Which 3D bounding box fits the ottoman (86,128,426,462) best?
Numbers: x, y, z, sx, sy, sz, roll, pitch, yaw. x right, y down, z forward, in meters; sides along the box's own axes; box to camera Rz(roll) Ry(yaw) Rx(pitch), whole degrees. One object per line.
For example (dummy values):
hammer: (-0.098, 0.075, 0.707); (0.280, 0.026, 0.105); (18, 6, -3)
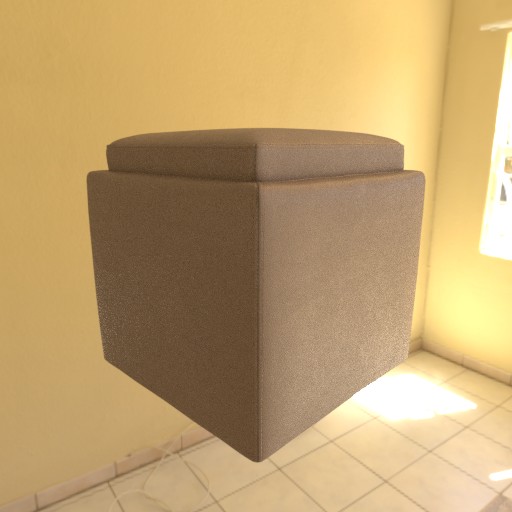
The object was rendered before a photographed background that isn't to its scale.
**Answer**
ottoman: (0.000, 0.000, 0.836); (0.450, 0.460, 0.451); (14, 19, 43)
